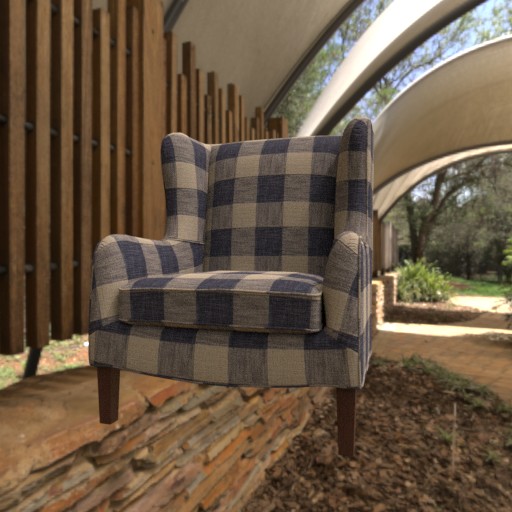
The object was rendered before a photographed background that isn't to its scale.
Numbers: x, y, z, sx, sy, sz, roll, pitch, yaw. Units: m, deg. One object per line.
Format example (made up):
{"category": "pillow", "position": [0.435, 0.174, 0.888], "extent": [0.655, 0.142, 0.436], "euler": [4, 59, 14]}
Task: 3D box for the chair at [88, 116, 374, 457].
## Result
{"category": "chair", "position": [0.000, 0.000, 1.651], "extent": [0.830, 1.041, 0.889], "euler": [0, 1, 17]}
